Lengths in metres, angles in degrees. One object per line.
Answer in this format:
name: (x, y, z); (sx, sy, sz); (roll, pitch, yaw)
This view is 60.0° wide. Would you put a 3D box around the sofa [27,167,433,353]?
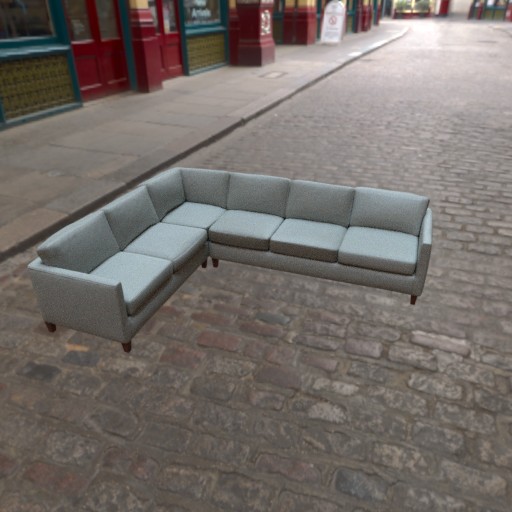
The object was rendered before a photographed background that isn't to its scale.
sofa: (0.000, 0.000, 4.460); (3.301, 0.947, 2.592); (10, 30, 17)
